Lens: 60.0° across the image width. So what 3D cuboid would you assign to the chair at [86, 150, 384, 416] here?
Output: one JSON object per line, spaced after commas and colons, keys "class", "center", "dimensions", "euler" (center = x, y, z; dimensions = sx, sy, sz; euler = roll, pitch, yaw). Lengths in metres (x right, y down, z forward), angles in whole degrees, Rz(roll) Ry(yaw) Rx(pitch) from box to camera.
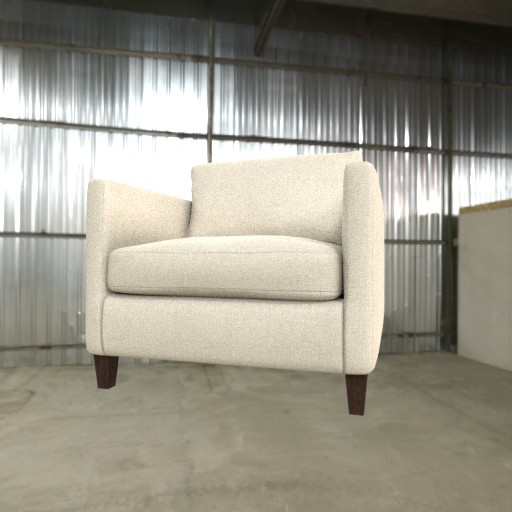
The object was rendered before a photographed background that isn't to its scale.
{"class": "chair", "center": [0.000, 0.000, 1.810], "dimensions": [0.996, 0.919, 0.959], "euler": [0, 0, 17]}
